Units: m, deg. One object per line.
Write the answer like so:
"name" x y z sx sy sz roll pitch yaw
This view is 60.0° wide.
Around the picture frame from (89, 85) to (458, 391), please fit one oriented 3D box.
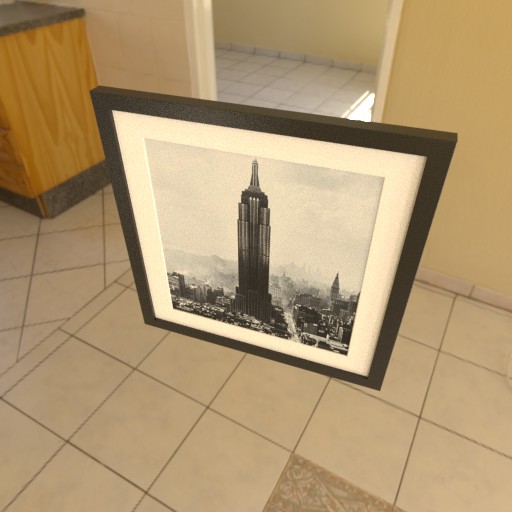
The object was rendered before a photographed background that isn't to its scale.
"picture frame" 0.000 0.000 0.829 0.559 0.557 0.029 13 41 15
